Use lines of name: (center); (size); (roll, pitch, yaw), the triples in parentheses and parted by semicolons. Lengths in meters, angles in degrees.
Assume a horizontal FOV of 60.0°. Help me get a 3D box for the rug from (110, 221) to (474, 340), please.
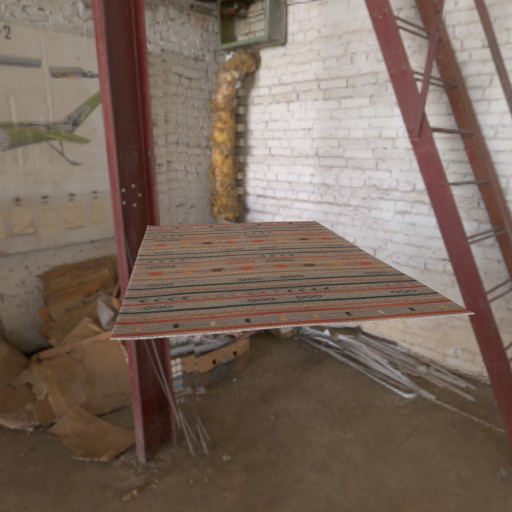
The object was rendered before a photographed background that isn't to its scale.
rug: (0.000, 0.000, 2.308); (1.220, 0.017, 1.835); (-3, 15, -10)
